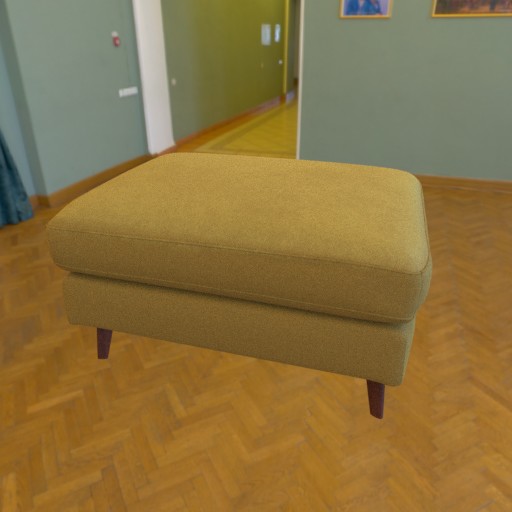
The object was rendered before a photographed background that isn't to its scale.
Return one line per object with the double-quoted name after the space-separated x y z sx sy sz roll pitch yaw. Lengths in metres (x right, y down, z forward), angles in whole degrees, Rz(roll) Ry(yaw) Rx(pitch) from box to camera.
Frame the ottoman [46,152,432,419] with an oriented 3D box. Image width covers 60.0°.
0.000 0.000 1.161 0.811 0.449 0.608 8 27 15 "ottoman"
